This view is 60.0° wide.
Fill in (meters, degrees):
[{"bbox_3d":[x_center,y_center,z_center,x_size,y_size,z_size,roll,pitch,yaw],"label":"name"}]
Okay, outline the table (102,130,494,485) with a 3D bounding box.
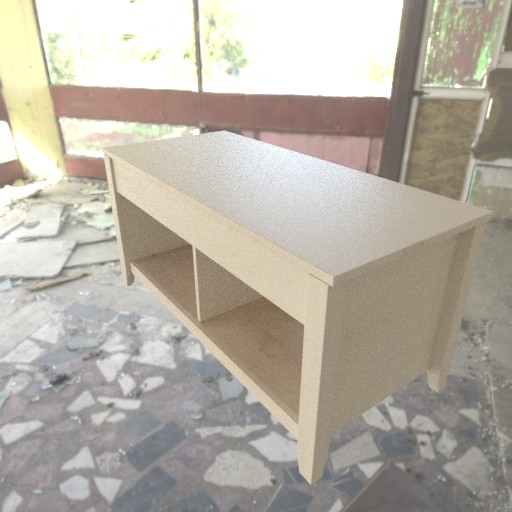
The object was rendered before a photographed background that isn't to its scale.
[{"bbox_3d":[0.000,0.000,1.255,0.457,0.483,1.016,-18,32,-32],"label":"table"}]
